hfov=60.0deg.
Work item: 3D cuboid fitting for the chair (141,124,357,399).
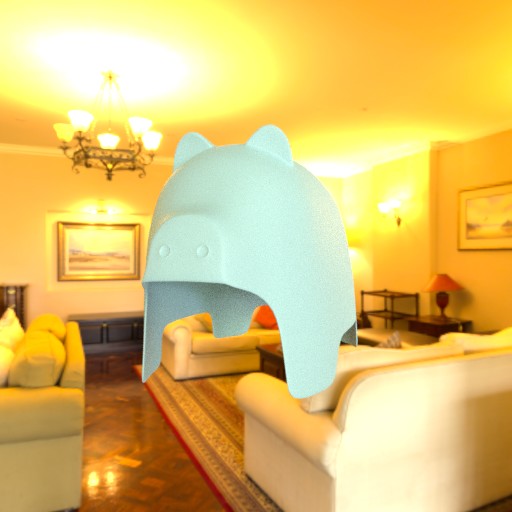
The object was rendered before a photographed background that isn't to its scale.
[{"bbox_3d":[0.000,0.000,0.871,0.364,0.423,0.619,0,0,18],"label":"chair"}]
